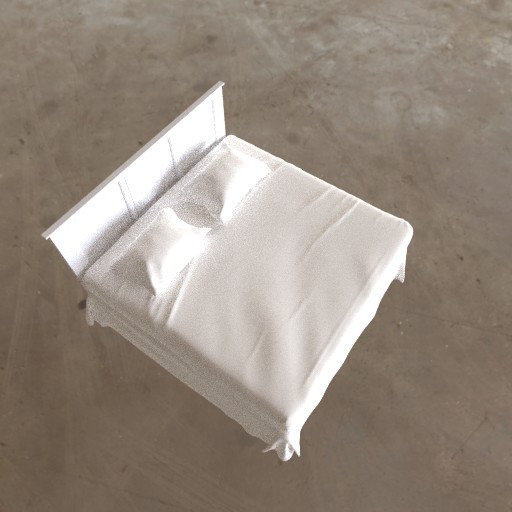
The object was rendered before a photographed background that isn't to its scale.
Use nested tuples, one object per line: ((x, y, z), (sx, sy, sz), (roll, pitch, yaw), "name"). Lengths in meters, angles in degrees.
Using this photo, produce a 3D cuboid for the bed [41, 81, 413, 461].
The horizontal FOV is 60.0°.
((0.000, 0.000, 3.676), (2.215, 1.273, 2.317), (31, 63, 18), "bed")
